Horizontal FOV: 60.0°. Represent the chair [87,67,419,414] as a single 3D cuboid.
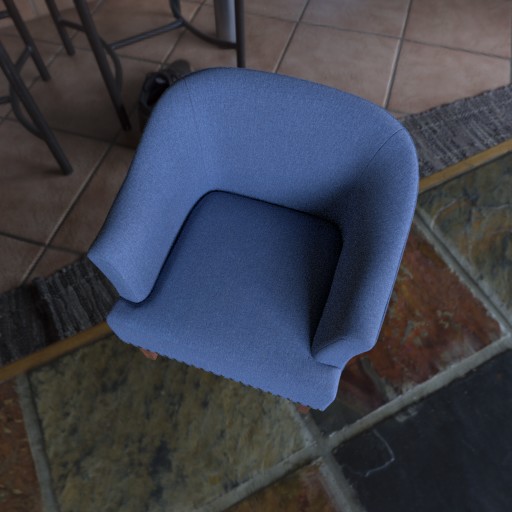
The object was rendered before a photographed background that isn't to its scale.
[{"bbox_3d":[0.000,0.000,1.398,0.798,0.815,0.704,17,60,10],"label":"chair"}]
